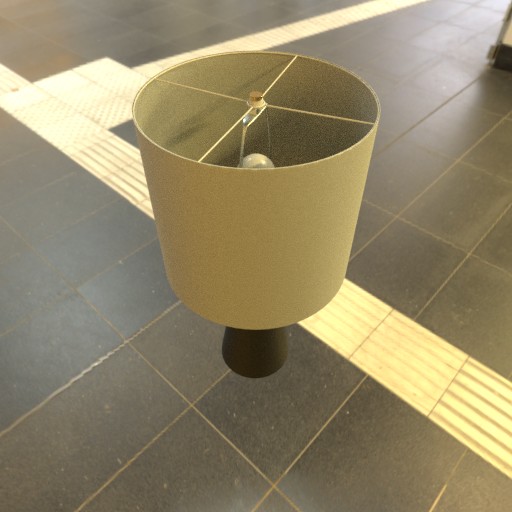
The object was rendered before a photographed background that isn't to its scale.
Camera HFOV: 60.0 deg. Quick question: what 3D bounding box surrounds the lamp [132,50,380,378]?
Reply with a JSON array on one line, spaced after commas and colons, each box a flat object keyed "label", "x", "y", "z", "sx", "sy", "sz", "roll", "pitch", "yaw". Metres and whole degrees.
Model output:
[{"label": "lamp", "x": 0.000, "y": 0.000, "z": 0.762, "sx": 0.308, "sy": 0.580, "sz": 0.308, "roll": 17, "pitch": 48, "yaw": 16}]
